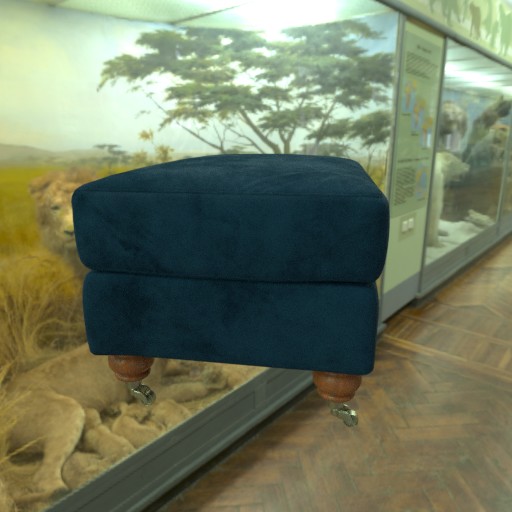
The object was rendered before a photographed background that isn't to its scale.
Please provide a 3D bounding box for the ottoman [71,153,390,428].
[{"bbox_3d":[0.000,0.000,1.142,0.572,0.503,0.773,3,16,9],"label":"ottoman"}]
